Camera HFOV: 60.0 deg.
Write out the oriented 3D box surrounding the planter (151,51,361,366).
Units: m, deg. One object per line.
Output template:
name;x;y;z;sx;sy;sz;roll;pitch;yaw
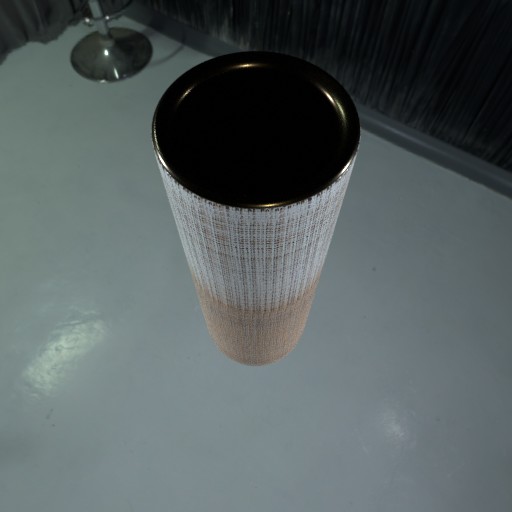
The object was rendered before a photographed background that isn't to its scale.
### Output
planter;0.000;0.000;0.330;0.099;0.278;0.099;28;66;14
